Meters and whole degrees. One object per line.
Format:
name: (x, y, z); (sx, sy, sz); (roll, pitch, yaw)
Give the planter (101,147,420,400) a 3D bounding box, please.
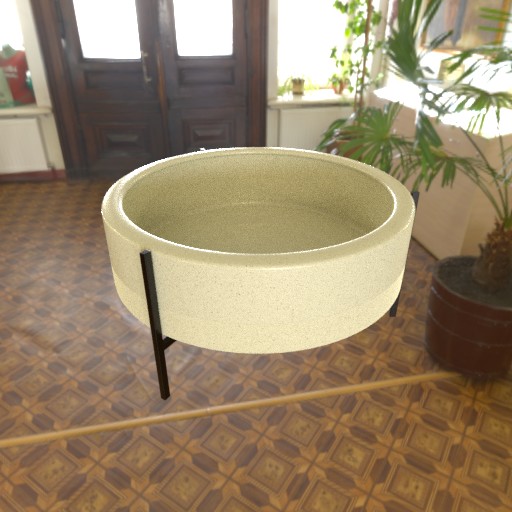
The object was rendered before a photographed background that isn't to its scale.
planter: (0.000, 0.000, 0.532); (0.336, 0.171, 0.345); (18, 34, 28)
